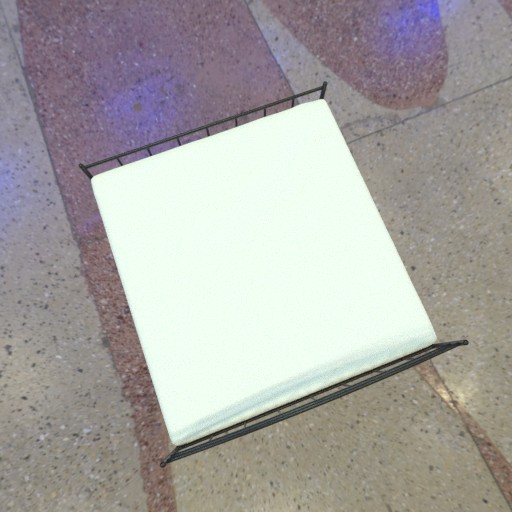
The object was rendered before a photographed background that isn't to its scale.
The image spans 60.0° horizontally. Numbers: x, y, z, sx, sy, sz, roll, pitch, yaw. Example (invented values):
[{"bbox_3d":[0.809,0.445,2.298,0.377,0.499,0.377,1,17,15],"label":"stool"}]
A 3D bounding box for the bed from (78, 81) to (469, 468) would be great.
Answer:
[{"bbox_3d":[0.000,0.000,3.084,1.880,0.940,2.040,-20,77,-5],"label":"bed"}]
